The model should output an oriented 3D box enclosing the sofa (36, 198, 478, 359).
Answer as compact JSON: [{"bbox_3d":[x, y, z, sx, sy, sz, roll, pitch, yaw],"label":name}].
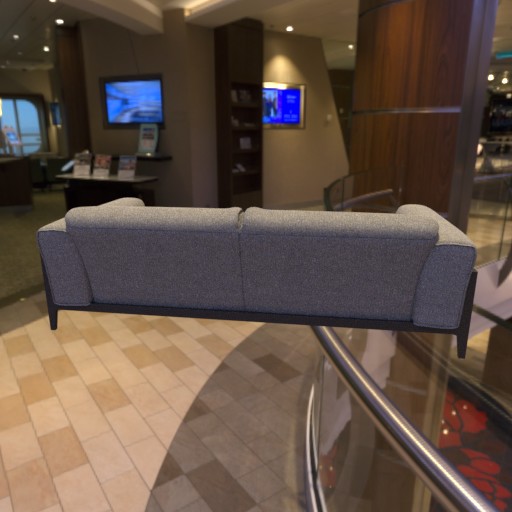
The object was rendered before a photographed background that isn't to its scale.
[{"bbox_3d":[0.000,0.000,2.538,2.125,0.703,0.985,2,16,8],"label":"sofa"}]
